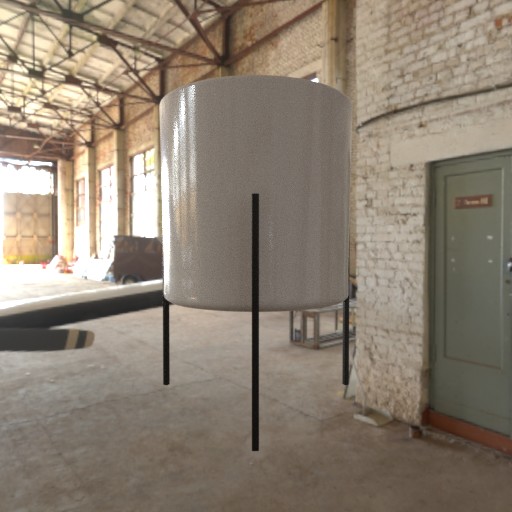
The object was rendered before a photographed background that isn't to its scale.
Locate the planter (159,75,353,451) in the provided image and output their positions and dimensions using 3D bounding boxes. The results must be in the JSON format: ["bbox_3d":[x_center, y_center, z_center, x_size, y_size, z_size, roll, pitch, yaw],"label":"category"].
[{"bbox_3d":[0.000,0.000,0.645,0.307,0.431,0.308,0,1,0],"label":"planter"}]
